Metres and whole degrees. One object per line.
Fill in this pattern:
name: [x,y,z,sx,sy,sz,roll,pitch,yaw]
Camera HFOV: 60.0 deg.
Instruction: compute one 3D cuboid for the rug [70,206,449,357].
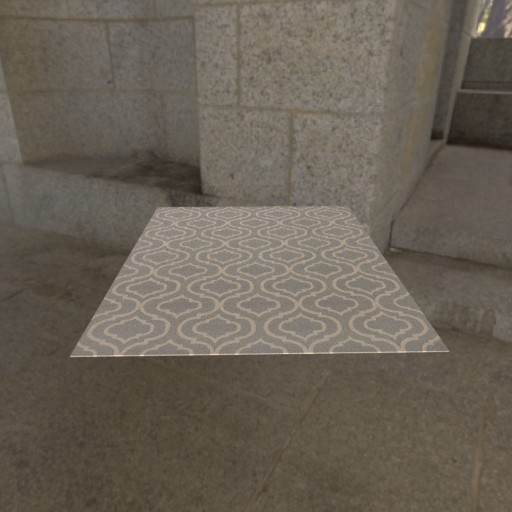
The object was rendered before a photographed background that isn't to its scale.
rug: [0.000,0.000,3.987,2.283,0.006,2.892,-1,24,-1]
